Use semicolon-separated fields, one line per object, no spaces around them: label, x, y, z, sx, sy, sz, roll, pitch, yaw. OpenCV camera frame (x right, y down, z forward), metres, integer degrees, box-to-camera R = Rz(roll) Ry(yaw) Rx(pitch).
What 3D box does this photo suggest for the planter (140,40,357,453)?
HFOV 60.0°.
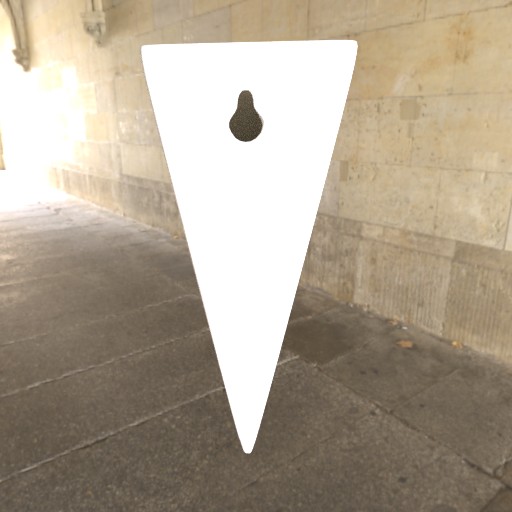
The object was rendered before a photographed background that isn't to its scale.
planter;0.000;0.000;0.269;0.101;0.224;0.081;2;16;7
